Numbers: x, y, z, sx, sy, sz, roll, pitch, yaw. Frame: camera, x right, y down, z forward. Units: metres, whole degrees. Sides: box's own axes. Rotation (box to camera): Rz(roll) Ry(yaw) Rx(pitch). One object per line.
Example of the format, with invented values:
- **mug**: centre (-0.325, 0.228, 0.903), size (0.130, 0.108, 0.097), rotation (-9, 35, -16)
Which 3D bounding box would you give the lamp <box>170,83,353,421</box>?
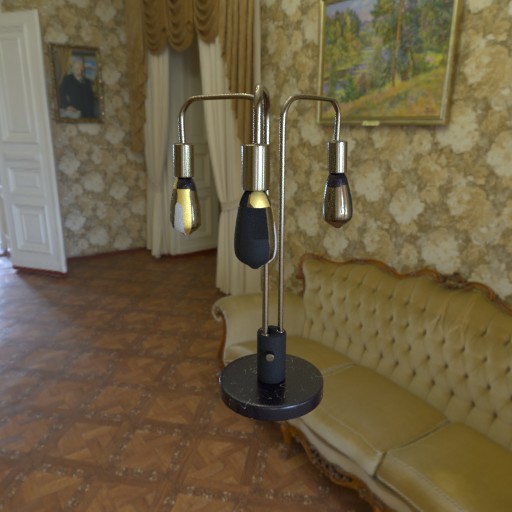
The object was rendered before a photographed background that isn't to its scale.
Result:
- **lamp**: centre (0.000, 0.000, 0.800), size (0.355, 0.560, 0.368), rotation (2, 16, 8)
